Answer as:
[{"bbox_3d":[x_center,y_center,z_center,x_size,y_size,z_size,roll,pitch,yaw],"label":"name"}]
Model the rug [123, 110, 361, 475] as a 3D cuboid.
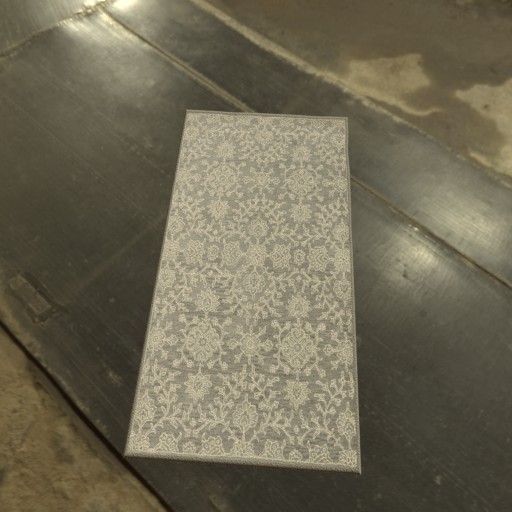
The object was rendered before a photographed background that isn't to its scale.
[{"bbox_3d":[0.000,0.000,3.547,1.546,0.011,3.048,3,63,2],"label":"rug"}]
